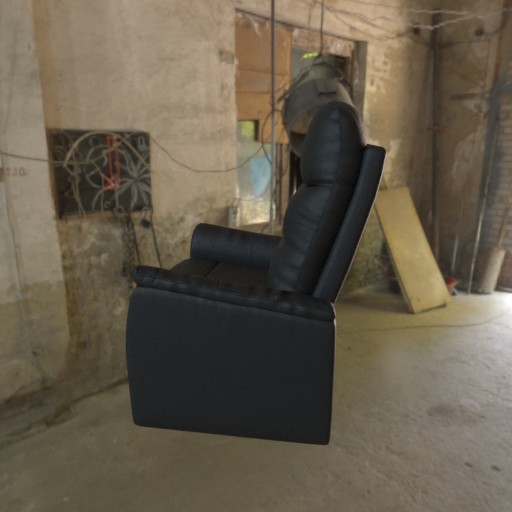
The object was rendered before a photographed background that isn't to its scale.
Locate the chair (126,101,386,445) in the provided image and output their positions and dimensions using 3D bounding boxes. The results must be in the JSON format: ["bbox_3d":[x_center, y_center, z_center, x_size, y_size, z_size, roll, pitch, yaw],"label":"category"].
[{"bbox_3d":[0.000,0.000,1.664,0.831,1.082,0.775,2,15,9],"label":"chair"}]
